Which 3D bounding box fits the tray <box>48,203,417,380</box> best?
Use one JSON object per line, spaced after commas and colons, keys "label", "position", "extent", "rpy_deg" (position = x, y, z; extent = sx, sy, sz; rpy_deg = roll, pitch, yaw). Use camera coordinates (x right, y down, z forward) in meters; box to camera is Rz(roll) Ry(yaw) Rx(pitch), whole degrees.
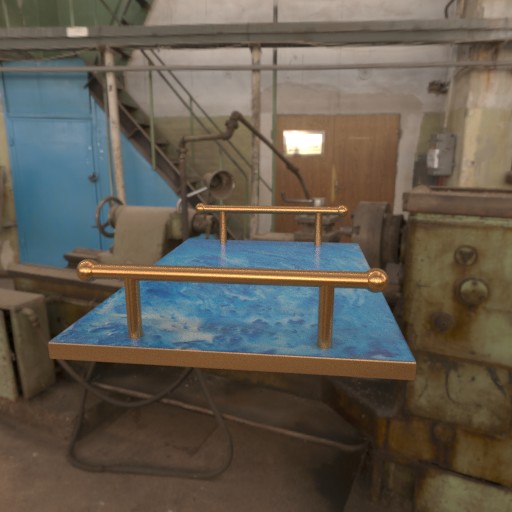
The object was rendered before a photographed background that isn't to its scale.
{"label": "tray", "position": [0.000, 0.000, 0.566], "extent": [0.304, 0.084, 0.444], "rpy_deg": [2, 14, 7]}
